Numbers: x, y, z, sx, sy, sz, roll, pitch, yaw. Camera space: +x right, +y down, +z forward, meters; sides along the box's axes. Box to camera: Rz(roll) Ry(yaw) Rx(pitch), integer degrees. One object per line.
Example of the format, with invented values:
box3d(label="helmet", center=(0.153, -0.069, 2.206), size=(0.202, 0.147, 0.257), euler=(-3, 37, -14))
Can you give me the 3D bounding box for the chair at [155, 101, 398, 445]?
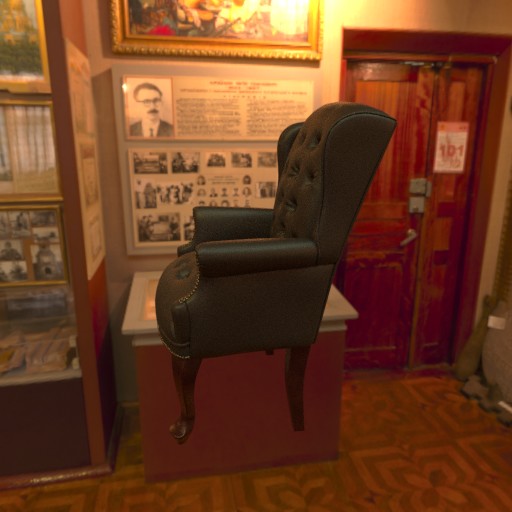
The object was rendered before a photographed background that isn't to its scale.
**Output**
box3d(label="chair", center=(0.000, 0.000, 1.680), size=(0.762, 1.111, 0.838), euler=(-2, 15, -8))
